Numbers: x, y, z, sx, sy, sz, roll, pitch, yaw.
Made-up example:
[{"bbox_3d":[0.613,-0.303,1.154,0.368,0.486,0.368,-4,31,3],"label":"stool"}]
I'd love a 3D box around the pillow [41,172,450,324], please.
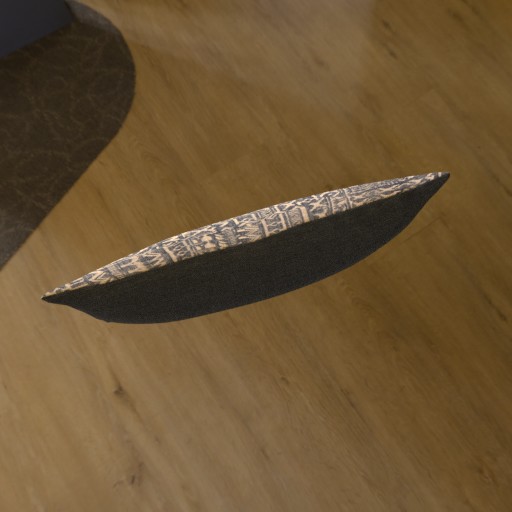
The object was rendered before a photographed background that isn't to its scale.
[{"bbox_3d":[0.000,0.000,0.765,0.631,0.292,0.148,-17,77,-4],"label":"pillow"}]
